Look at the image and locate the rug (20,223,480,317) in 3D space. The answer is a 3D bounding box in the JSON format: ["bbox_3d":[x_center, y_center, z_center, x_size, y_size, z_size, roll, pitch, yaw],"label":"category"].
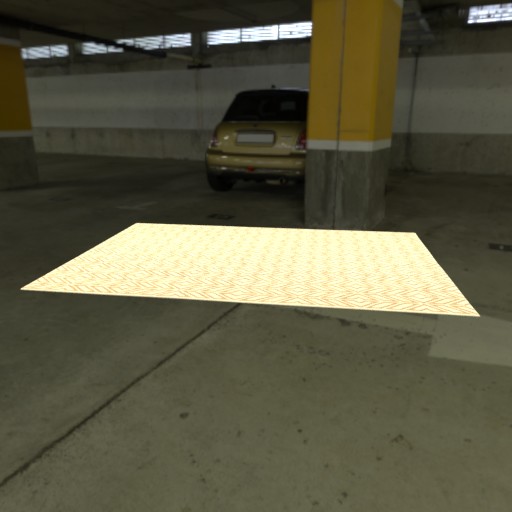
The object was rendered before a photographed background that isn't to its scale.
[{"bbox_3d":[0.000,0.000,2.314,1.828,0.007,1.220,3,18,8],"label":"rug"}]
